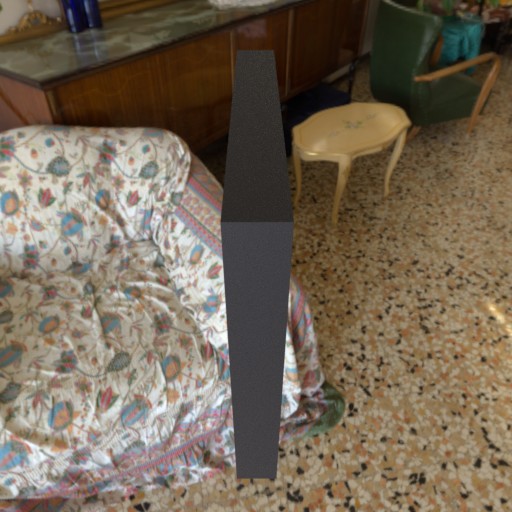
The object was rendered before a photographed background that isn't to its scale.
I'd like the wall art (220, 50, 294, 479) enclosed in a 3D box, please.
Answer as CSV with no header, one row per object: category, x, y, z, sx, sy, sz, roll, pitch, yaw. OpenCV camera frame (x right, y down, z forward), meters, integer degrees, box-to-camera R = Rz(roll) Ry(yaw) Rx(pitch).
wall art,0.000,0.000,0.444,0.038,0.304,0.304,0,40,0
